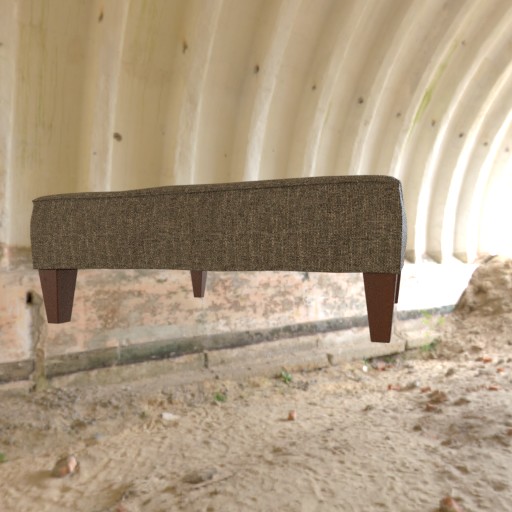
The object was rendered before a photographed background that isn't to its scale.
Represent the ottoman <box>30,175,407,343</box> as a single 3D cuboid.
[{"bbox_3d":[0.000,0.000,1.518,0.981,0.379,1.016,0,0,19],"label":"ottoman"}]
